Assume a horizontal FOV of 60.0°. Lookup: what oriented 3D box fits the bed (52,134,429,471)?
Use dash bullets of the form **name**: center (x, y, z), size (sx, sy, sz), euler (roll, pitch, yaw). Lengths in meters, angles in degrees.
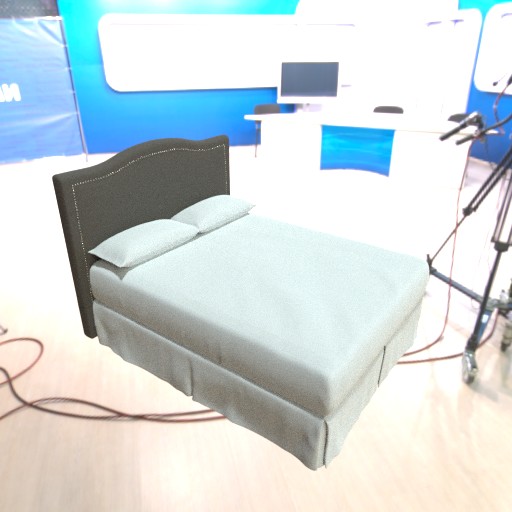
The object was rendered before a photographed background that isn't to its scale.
- **bed**: center (0.000, 0.000, 3.124), size (2.036, 1.387, 1.666), euler (18, 31, 32)
